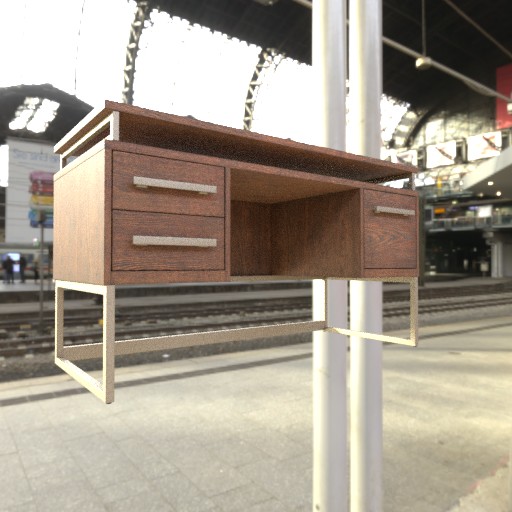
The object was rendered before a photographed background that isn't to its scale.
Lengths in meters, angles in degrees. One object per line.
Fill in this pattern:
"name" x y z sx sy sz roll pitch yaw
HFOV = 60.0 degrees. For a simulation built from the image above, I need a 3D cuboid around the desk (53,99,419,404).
"desk" 0.000 0.000 1.776 1.384 0.792 0.610 1 -1 -36
